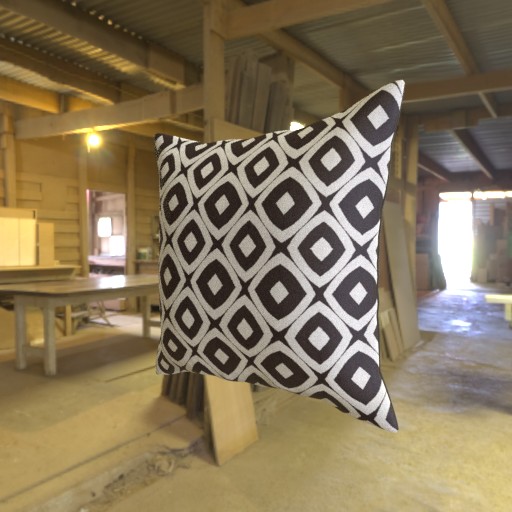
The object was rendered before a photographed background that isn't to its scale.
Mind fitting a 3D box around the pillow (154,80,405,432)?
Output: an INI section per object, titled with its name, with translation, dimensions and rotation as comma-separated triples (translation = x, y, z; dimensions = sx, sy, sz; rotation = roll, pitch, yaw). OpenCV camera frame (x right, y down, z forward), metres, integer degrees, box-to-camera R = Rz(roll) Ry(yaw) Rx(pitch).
[pillow]
translation = 0.000, 0.000, 0.764
dimensions = 0.504, 0.494, 0.188
rotation = 1, 2, 35
